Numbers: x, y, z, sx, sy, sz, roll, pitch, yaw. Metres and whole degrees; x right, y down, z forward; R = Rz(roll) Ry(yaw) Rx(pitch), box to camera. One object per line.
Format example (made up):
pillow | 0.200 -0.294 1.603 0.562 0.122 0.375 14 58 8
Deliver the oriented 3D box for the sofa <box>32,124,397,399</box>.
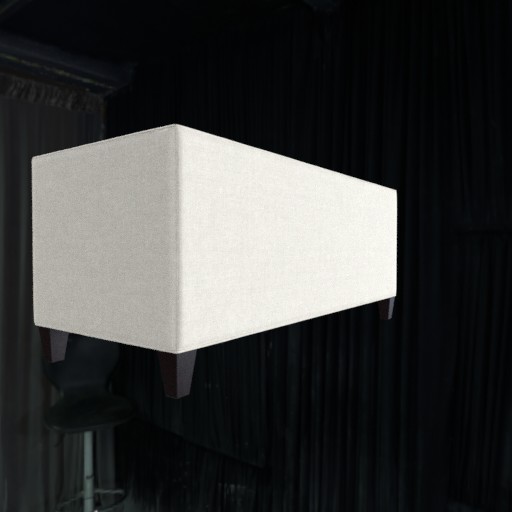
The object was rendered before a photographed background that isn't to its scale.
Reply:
sofa | 0.000 0.000 2.139 0.775 0.762 1.778 1 2 36
